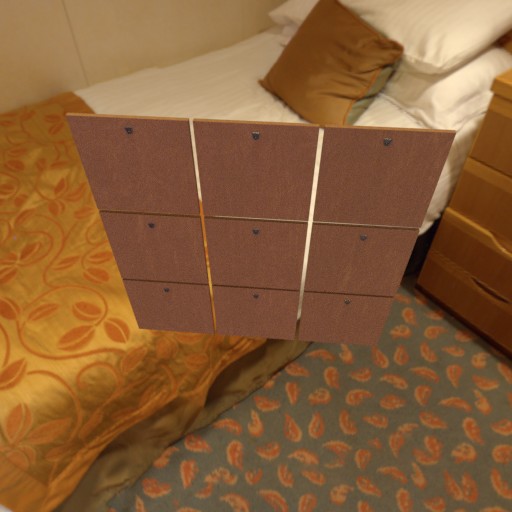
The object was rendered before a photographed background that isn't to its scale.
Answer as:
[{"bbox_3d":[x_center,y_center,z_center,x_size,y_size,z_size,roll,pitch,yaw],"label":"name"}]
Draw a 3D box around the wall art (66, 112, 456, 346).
[{"bbox_3d":[0.000,0.000,1.370,0.915,0.913,0.018,4,47,3],"label":"wall art"}]
